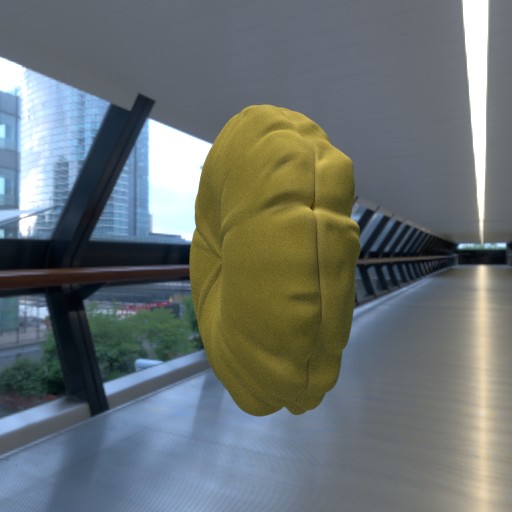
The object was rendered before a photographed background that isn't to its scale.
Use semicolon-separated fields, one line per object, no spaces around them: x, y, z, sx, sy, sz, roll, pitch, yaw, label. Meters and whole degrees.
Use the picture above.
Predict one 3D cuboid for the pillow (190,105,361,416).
0.000;0.000;0.632;0.148;0.407;0.428;0;-1;-19;pillow
